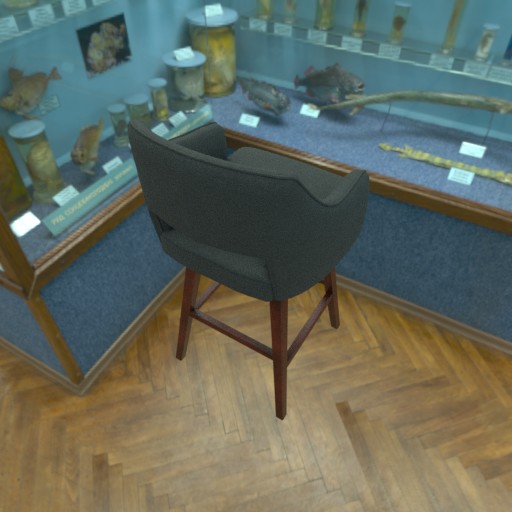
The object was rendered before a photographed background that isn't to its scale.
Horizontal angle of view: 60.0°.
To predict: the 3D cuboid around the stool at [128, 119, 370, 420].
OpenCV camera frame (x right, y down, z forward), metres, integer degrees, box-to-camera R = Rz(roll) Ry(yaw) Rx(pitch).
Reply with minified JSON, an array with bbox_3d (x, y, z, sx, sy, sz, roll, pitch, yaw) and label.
[{"bbox_3d":[0.000,0.000,1.387,0.548,1.012,0.558,24,50,22],"label":"stool"}]
